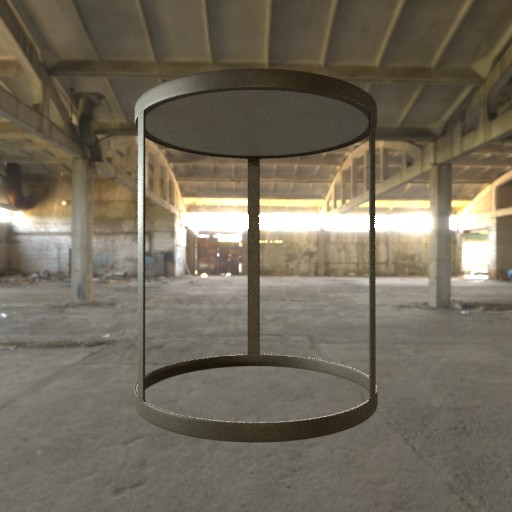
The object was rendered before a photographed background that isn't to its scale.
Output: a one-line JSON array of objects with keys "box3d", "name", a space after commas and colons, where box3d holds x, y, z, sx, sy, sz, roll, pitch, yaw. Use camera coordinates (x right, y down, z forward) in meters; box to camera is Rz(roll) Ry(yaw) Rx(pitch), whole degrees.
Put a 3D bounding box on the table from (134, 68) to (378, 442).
[{"box3d": [0.000, 0.000, 0.909, 0.480, 0.565, 0.480, 0, 0, 0], "name": "table"}]
